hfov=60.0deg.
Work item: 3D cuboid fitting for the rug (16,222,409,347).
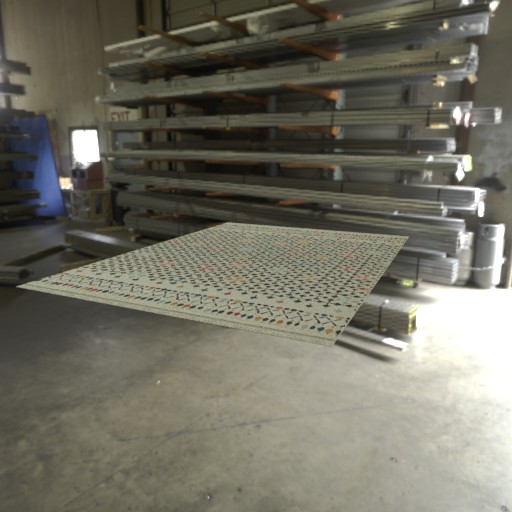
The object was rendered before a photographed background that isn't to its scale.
[{"bbox_3d":[0.000,0.000,4.138,2.354,0.007,3.196,6,15,24],"label":"rug"}]
